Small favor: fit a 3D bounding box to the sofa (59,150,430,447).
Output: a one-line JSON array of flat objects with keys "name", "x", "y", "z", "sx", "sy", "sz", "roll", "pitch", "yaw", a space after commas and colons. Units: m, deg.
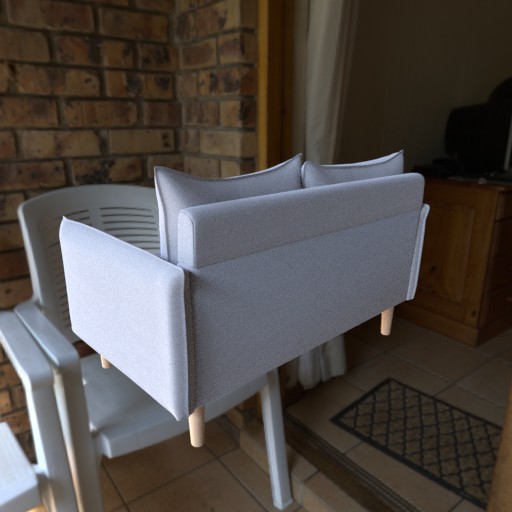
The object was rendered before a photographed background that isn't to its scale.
[{"name": "sofa", "x": 0.000, "y": 0.000, "z": 1.801, "sx": 1.300, "sy": 0.840, "sz": 0.820, "roll": -15, "pitch": 23, "yaw": -41}]
